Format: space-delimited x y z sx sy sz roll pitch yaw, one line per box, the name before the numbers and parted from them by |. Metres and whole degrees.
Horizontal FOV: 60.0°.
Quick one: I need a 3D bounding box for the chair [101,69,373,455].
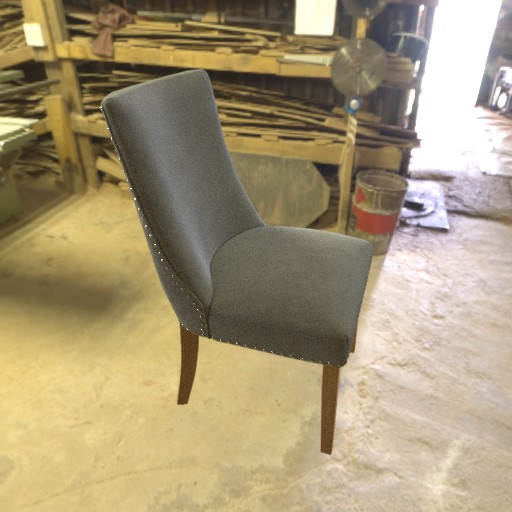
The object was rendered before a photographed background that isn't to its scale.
chair | 0.000 0.000 1.241 0.610 0.902 0.495 10 31 16
